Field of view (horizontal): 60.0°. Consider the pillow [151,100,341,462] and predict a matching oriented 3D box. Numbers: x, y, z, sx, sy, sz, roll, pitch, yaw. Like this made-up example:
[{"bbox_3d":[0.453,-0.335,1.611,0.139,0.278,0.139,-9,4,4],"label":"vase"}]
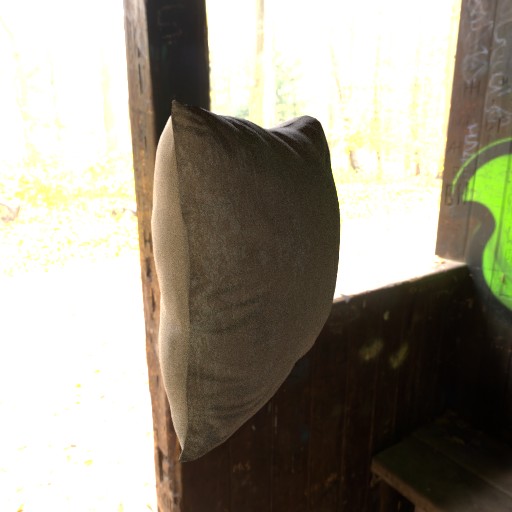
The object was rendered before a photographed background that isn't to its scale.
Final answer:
[{"bbox_3d":[0.000,0.000,0.712,0.245,0.448,0.450,8,17,26],"label":"pillow"}]
